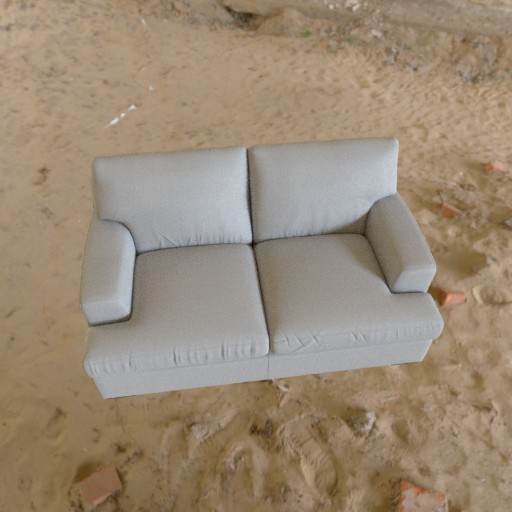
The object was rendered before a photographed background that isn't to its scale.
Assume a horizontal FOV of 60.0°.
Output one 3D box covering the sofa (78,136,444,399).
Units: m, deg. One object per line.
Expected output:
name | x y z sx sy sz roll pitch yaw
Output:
sofa | 0.000 0.000 2.518 1.880 0.940 1.143 -5 46 -5
